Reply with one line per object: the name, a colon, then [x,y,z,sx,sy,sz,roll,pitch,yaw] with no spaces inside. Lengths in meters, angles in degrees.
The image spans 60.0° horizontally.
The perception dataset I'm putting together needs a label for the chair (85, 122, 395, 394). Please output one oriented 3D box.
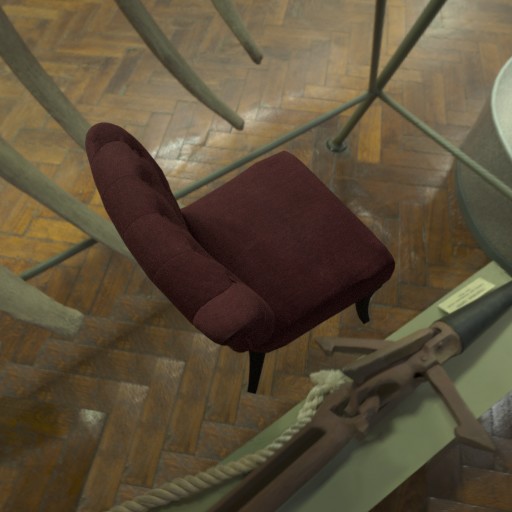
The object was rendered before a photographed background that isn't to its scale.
chair: [0.000,0.000,1.204,0.605,0.750,0.582,-30,63,-17]
